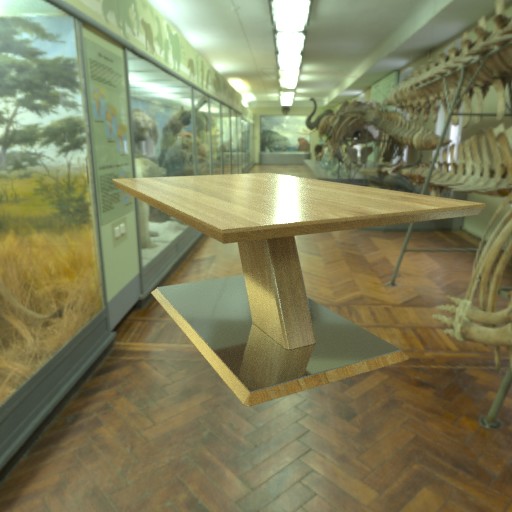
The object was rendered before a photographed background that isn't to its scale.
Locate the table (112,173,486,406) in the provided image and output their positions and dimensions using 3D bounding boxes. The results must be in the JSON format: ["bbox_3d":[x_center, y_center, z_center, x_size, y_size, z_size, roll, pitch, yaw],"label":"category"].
[{"bbox_3d":[0.000,0.000,1.453,0.692,0.441,1.100,-7,17,-26],"label":"table"}]
